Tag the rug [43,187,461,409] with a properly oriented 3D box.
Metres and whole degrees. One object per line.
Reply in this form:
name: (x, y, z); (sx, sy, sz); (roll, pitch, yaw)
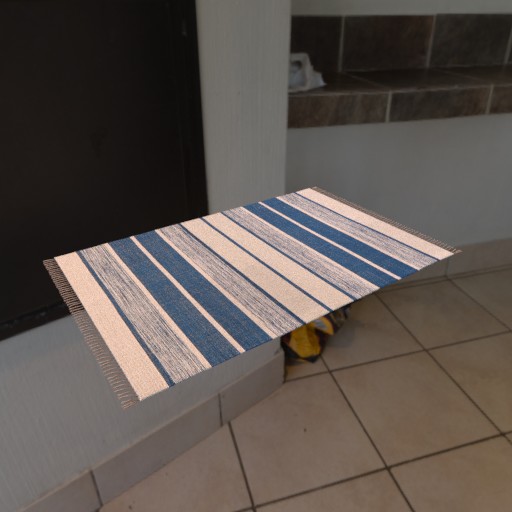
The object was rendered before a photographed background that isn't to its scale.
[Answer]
rug: (0.000, 0.000, 3.041); (2.441, 0.010, 1.532); (-19, 35, -30)
